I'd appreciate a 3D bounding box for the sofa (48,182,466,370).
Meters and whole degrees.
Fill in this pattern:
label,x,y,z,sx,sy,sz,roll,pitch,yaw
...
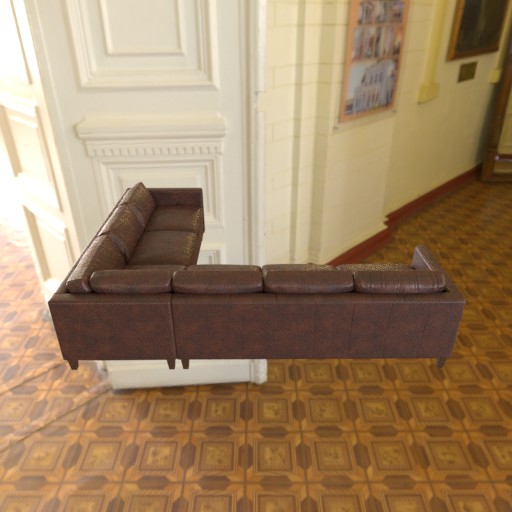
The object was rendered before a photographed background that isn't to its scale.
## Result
label,x,y,z,sx,sy,sz,roll,pitch,yaw
sofa,0.000,0.000,4.501,3.152,0.836,2.438,0,29,0
